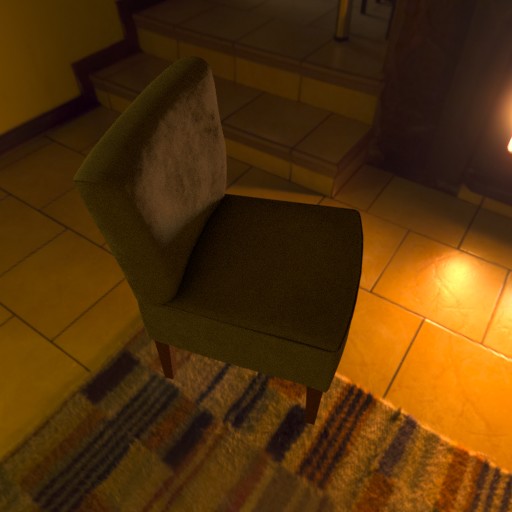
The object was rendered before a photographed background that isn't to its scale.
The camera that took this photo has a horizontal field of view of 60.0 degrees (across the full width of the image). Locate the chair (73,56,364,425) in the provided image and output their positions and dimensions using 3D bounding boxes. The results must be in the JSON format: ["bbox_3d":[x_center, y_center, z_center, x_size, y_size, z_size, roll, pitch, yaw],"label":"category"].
[{"bbox_3d":[0.000,0.000,1.169,0.554,0.806,0.521,11,48,10],"label":"chair"}]
